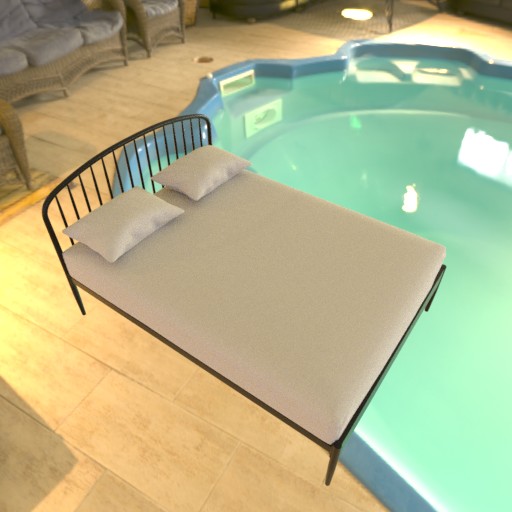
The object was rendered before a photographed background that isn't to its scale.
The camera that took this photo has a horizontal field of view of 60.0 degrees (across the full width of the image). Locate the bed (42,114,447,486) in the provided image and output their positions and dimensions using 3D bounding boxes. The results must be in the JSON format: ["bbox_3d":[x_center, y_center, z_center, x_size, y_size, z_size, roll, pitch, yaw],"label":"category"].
[{"bbox_3d":[0.000,0.000,3.027,2.159,1.166,1.618,26,48,26],"label":"bed"}]
